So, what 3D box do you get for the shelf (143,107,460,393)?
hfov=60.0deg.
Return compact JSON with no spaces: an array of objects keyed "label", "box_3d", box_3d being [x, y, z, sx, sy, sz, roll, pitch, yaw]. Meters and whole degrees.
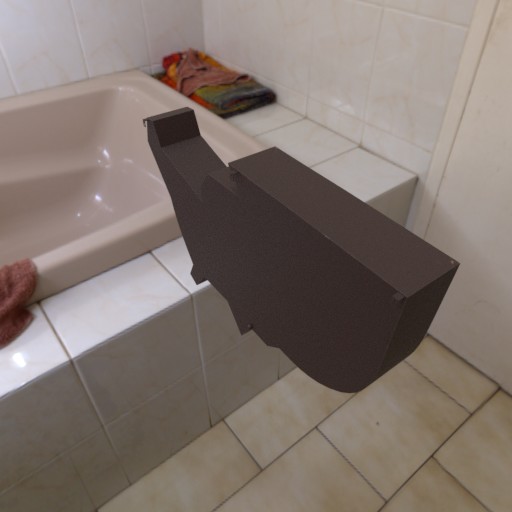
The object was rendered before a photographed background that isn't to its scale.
[{"label":"shelf","box_3d":[0.000,0.000,0.903,0.112,0.439,0.729,-26,47,-26]}]
